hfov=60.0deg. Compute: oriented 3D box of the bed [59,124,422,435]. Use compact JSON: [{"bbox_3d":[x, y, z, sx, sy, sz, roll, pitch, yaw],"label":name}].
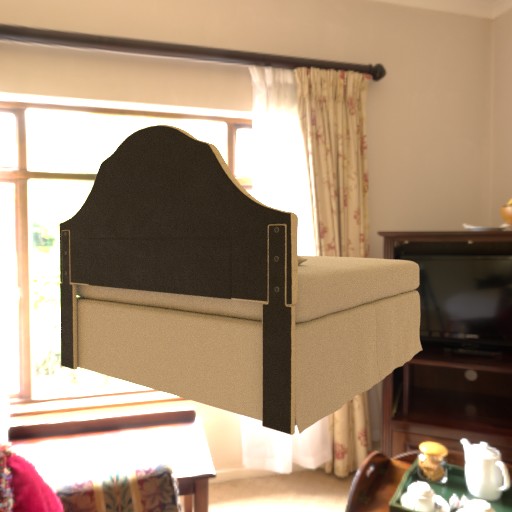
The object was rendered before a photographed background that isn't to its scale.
[{"bbox_3d":[0.000,0.000,3.409,2.012,1.555,2.086,1,2,36],"label":"bed"}]
